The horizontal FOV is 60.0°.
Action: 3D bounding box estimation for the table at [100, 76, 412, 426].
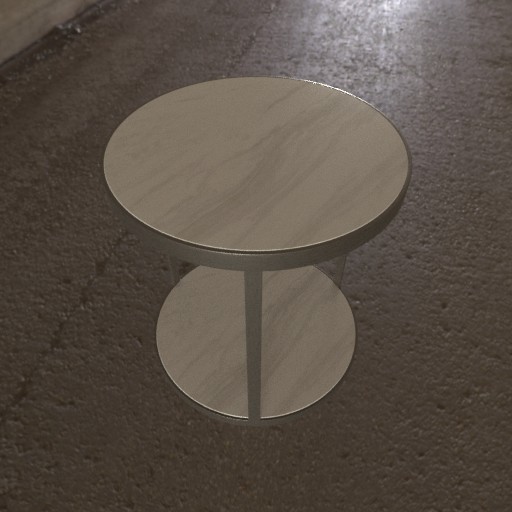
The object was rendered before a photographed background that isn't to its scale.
[{"bbox_3d":[0.000,0.000,0.822,0.445,0.479,0.445,0,47,0],"label":"table"}]
